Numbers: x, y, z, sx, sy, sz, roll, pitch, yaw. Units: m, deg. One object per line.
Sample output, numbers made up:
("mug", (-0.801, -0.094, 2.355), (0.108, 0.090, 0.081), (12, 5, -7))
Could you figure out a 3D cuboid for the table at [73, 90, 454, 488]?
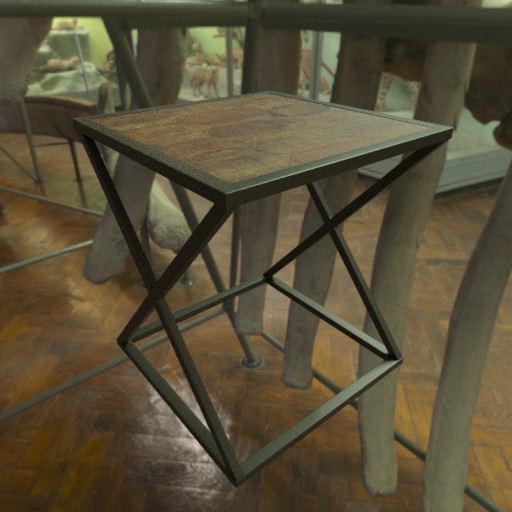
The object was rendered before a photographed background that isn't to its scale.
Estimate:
("table", (0.000, 0.000, 0.956), (0.500, 0.565, 0.500), (-22, 36, -33))
